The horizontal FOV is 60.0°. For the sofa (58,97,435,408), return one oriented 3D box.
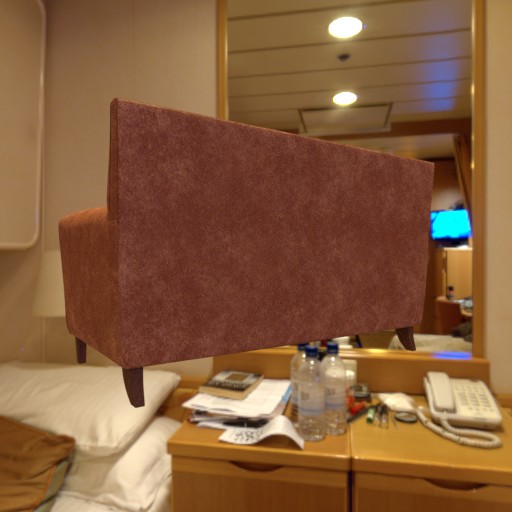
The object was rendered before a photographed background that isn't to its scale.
[{"bbox_3d":[0.000,0.000,1.933,1.473,0.871,0.787,0,0,-35],"label":"sofa"}]
